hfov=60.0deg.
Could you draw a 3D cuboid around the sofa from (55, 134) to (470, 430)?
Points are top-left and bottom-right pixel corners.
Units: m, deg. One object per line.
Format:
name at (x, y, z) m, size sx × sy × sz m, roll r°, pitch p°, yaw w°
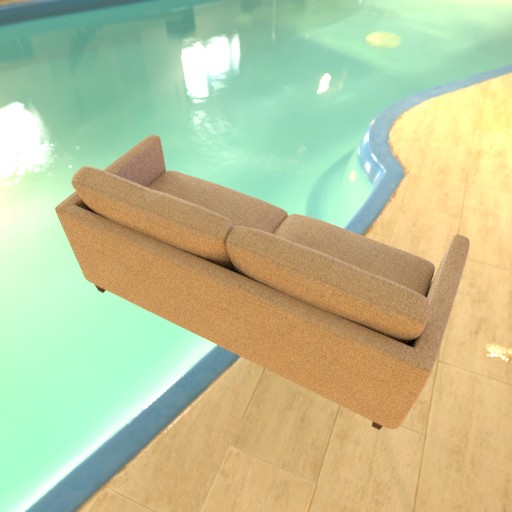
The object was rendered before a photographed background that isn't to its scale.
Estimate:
sofa at (0.000, 0.000, 2.691) m, size 2.208 × 0.965 × 0.951 m, roll 22°, pitch 51°, yaw 19°
